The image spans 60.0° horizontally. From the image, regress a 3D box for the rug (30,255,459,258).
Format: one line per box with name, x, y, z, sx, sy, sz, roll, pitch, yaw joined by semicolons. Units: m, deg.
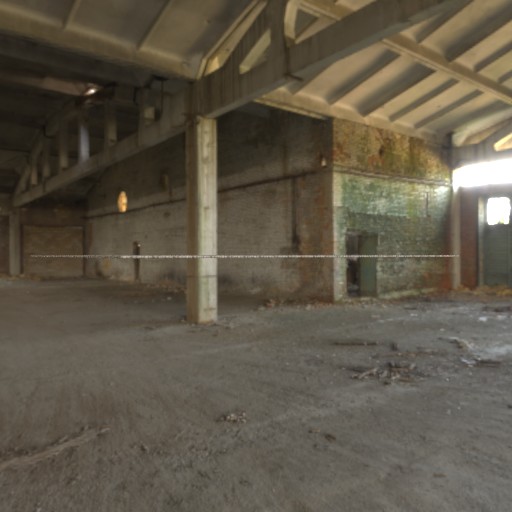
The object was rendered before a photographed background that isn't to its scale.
rug;0.000;0.000;2.992;2.464;0.010;1.549;0;0;-38
